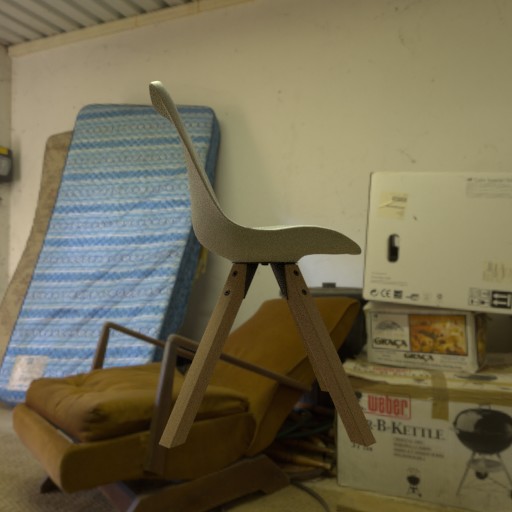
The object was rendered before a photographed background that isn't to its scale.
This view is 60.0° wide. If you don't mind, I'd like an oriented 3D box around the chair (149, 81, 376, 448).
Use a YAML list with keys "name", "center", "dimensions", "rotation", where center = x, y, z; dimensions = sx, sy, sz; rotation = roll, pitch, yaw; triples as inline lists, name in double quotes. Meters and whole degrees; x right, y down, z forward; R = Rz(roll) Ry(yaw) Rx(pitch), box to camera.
- name: "chair"
  center: [0.000, 0.000, 1.199]
  dimensions: [0.550, 0.850, 0.485]
  rotation: [0, -1, -1]
